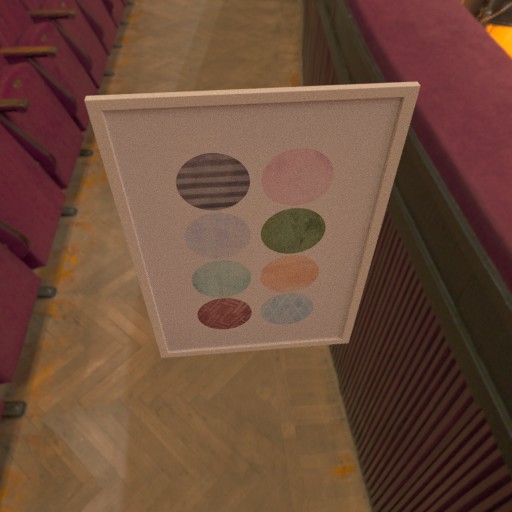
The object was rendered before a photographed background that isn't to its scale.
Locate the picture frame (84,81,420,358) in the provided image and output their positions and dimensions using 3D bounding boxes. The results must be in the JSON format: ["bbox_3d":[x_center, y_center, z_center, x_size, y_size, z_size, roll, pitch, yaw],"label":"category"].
[{"bbox_3d":[0.000,0.000,0.844,0.457,0.657,0.013,-4,47,-4],"label":"picture frame"}]
